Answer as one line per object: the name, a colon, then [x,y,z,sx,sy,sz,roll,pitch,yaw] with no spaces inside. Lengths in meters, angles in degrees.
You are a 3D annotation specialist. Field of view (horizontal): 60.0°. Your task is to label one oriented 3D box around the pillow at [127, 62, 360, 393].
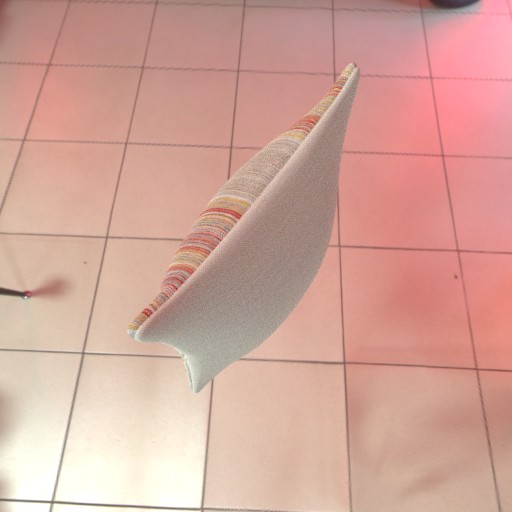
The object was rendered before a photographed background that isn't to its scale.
pillow: [0.000,0.000,0.715,0.191,0.449,0.451,33,69,14]
